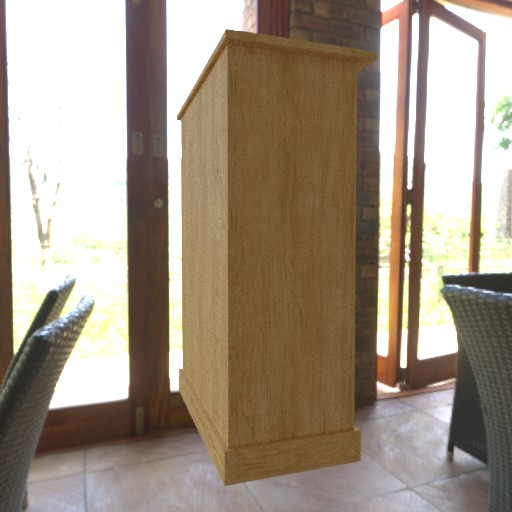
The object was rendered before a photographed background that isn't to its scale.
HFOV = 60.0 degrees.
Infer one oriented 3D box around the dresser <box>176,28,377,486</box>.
[{"bbox_3d":[0.000,0.000,1.752,0.485,1.300,0.915,-1,2,-19],"label":"dresser"}]
